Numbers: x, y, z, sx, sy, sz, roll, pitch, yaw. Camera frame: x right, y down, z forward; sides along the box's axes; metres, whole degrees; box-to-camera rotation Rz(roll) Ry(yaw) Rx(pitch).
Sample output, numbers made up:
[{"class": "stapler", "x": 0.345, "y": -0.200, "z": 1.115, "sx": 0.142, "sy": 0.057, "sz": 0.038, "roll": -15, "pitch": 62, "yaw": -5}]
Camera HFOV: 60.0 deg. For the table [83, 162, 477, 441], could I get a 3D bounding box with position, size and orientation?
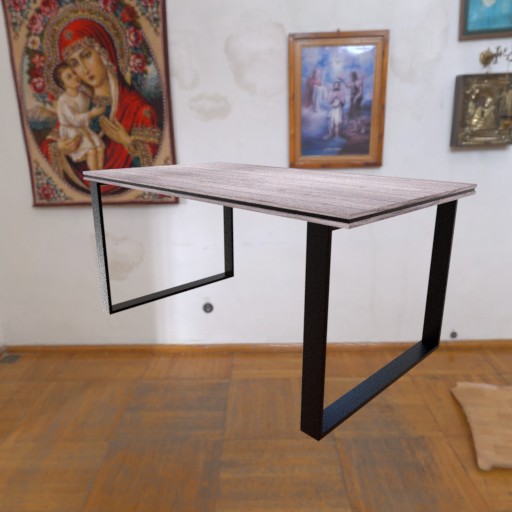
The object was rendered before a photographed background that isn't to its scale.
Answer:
[{"class": "table", "x": 0.000, "y": 0.000, "z": 2.085, "sx": 0.881, "sy": 0.736, "sz": 1.579, "roll": -16, "pitch": 22, "yaw": -42}]
